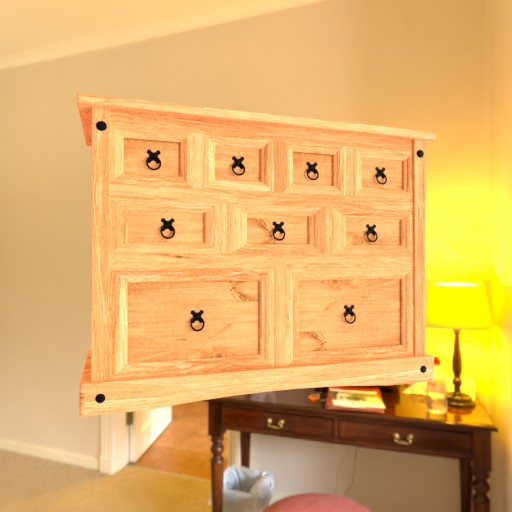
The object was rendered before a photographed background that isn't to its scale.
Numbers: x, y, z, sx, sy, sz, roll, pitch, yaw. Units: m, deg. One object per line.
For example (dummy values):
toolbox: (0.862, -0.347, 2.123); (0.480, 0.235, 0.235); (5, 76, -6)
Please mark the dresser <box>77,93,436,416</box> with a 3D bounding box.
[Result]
dresser: (0.000, 0.000, 1.352); (0.990, 0.740, 0.410); (0, -1, -18)
